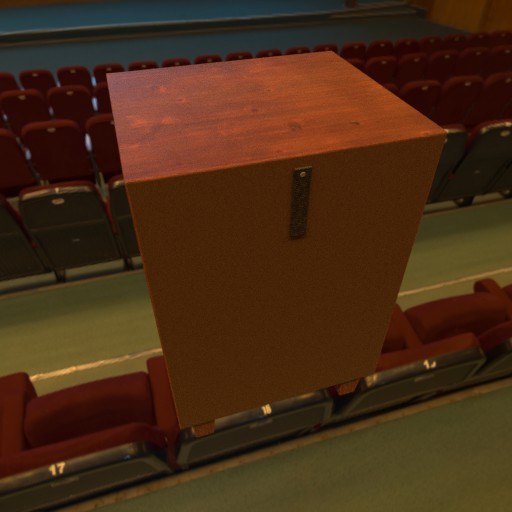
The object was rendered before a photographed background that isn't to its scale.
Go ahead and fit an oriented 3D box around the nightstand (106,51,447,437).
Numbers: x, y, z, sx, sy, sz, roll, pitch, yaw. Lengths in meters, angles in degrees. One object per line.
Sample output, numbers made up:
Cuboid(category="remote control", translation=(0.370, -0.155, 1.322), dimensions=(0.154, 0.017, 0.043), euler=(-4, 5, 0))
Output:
Cuboid(category="nightstand", translation=(0.000, 0.000, 0.969), dimensions=(0.465, 0.695, 0.410), euler=(-12, 42, -13))
